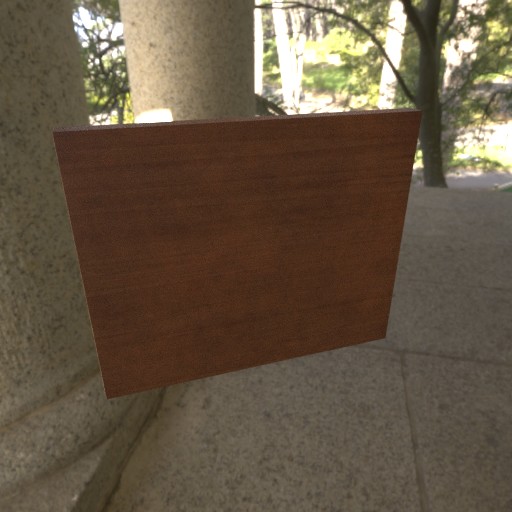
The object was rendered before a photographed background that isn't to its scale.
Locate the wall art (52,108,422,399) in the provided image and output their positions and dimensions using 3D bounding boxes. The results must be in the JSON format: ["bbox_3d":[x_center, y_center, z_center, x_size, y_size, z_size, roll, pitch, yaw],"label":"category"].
[{"bbox_3d":[0.000,0.000,0.760,0.558,0.457,0.033,-8,28,-16],"label":"wall art"}]
